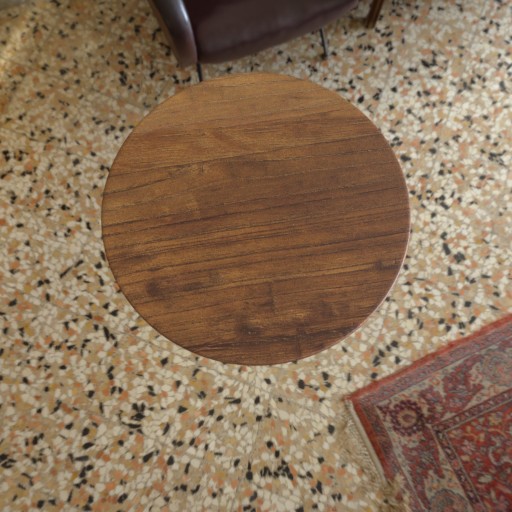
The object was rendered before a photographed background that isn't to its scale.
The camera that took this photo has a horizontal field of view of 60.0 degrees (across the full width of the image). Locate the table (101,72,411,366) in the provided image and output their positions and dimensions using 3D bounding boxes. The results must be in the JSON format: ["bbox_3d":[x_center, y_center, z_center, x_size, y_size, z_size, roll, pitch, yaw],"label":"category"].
[{"bbox_3d":[0.000,0.000,0.821,0.400,0.520,0.400,0,75,0],"label":"table"}]
